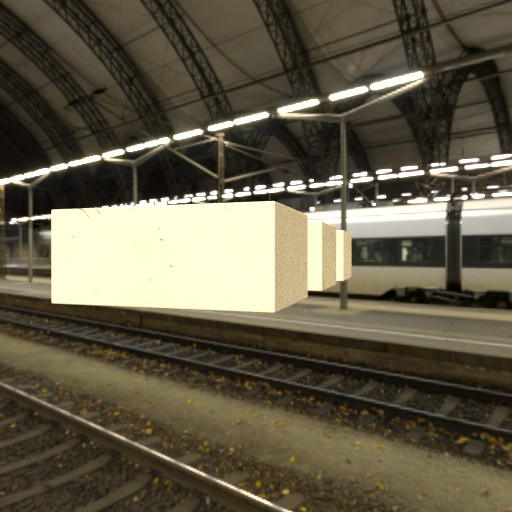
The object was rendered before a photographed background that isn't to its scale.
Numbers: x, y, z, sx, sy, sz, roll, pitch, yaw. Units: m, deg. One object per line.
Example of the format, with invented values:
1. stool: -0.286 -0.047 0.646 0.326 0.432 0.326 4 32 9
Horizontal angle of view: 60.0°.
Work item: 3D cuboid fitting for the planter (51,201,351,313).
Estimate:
1. planter: 0.000 0.000 0.381 0.127 0.051 0.333 0 0 18
